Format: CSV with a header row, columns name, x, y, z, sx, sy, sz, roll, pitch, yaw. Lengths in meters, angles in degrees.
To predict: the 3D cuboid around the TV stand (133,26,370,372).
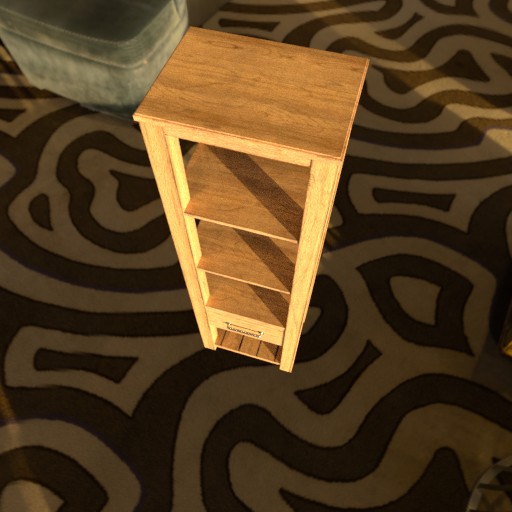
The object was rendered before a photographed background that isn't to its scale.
name,x,y,z,sx,sy,sz,roll,pitch,yaw
TV stand,0.000,0.000,2.014,0.565,1.828,0.435,14,60,9
